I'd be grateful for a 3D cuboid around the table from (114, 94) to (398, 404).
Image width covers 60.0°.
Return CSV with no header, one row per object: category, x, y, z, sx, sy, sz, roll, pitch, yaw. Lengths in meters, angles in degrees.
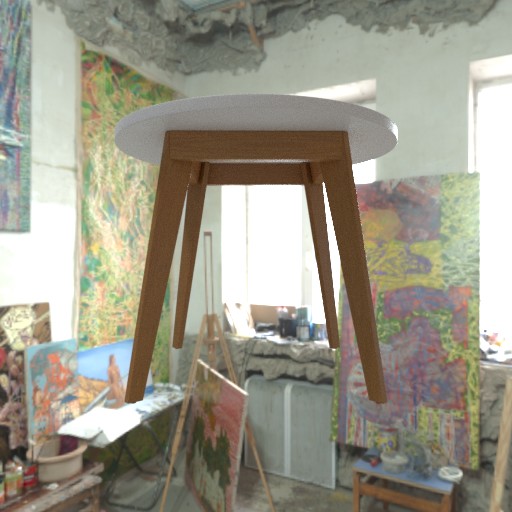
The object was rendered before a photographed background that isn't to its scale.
table,0.000,0.000,1.477,0.896,0.762,0.896,0,1,0
